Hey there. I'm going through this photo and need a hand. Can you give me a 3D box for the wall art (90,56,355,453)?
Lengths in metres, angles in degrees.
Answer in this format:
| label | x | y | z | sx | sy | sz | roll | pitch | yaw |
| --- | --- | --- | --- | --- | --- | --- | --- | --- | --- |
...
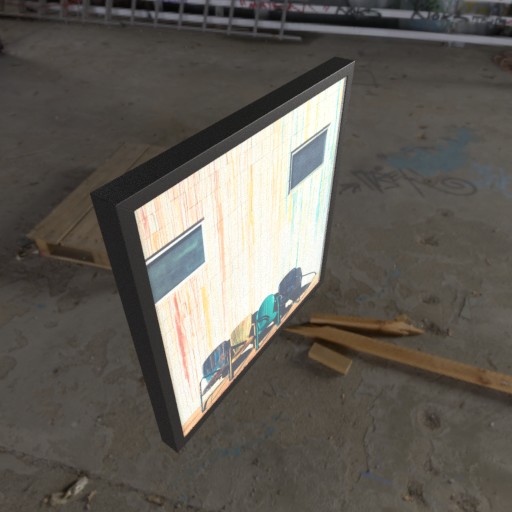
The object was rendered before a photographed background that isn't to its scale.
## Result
| label | x | y | z | sx | sy | sz | roll | pitch | yaw |
| --- | --- | --- | --- | --- | --- | --- | --- | --- | --- |
| wall art | 0.000 | 0.000 | 0.744 | 0.037 | 0.506 | 0.506 | 25 | 47 | 26 |
